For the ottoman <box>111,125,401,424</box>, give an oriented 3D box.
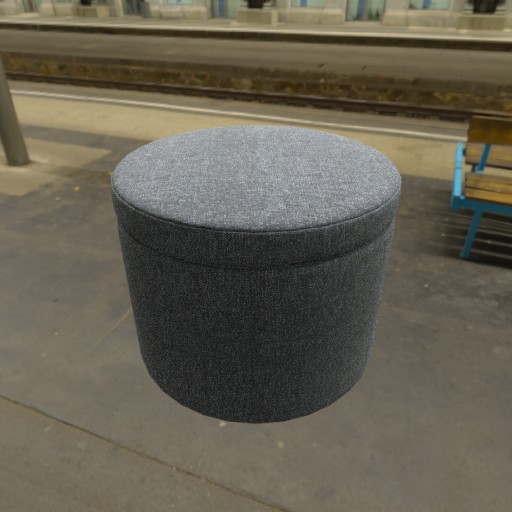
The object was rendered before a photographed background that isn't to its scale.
[{"bbox_3d":[0.000,0.000,0.881,0.500,0.419,0.500,0,32,0],"label":"ottoman"}]
